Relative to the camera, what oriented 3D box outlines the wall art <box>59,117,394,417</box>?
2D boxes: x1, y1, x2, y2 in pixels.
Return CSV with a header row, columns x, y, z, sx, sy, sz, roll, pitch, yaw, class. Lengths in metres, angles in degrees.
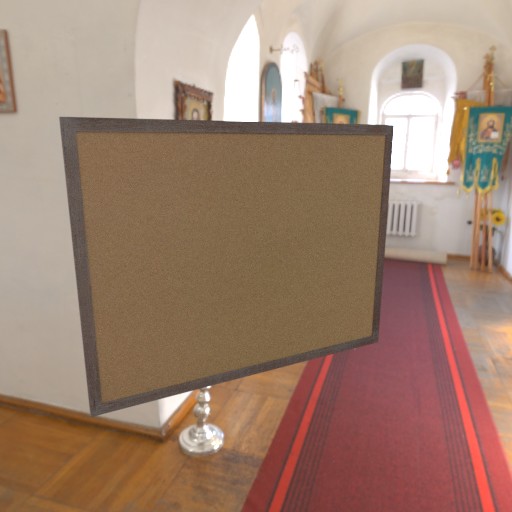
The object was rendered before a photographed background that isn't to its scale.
x,y,z,sx,sy,sz,roll,pitch,yaw,class
0.000,0.000,1.334,1.012,0.774,0.019,-7,16,-26,wall art
